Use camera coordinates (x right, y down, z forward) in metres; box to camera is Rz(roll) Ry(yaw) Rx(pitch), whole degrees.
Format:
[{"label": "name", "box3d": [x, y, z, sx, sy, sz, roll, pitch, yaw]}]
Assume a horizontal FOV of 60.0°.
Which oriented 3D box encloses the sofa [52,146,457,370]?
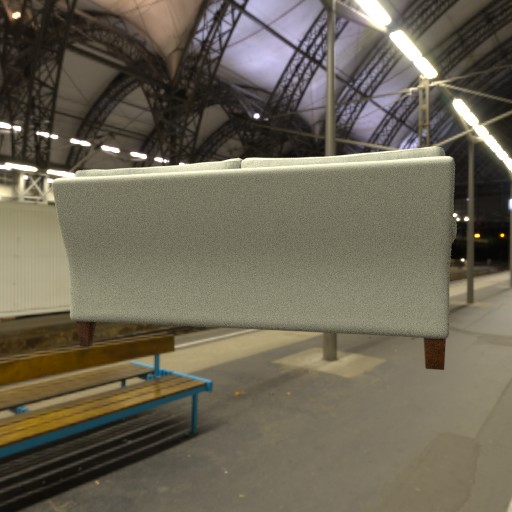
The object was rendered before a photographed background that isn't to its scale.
[{"label": "sofa", "box3d": [0.000, 0.000, 2.736, 2.193, 1.096, 1.069, 0, 0, 16]}]
